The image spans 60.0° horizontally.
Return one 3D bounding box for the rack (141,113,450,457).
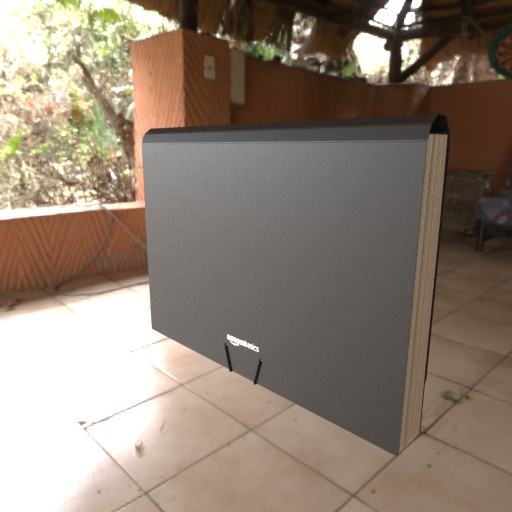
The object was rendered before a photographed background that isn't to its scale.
[{"bbox_3d":[0.000,0.000,0.420,0.041,0.241,0.330,-13,19,-43],"label":"rack"}]
